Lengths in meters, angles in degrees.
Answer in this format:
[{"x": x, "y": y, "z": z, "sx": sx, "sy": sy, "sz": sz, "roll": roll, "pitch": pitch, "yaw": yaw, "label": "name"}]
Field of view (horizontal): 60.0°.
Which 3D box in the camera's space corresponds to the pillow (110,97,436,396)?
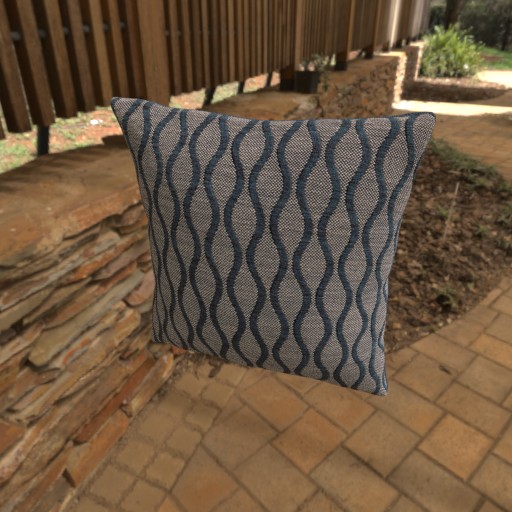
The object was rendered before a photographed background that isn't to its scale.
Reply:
[{"x": 0.000, "y": 0.000, "z": 0.657, "sx": 0.435, "sy": 0.435, "sz": 0.159, "roll": 9, "pitch": 30, "yaw": 16, "label": "pillow"}]
